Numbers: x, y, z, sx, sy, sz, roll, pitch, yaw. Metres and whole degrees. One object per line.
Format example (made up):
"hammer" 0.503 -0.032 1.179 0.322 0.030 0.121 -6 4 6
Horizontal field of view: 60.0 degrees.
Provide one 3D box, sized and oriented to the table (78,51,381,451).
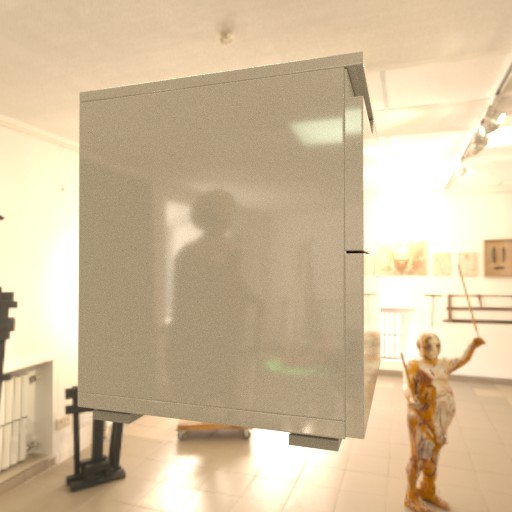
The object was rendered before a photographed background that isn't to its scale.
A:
"table" 0.000 0.000 0.774 0.400 0.470 0.420 0 -1 18
